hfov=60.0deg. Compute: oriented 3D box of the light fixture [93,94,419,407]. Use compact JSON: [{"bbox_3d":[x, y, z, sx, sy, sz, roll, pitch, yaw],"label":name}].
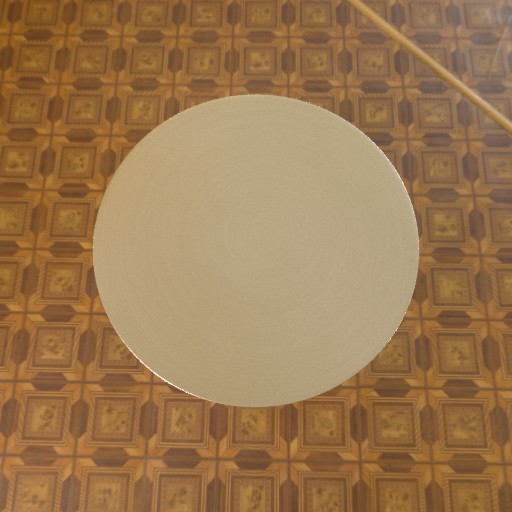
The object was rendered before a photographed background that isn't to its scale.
[{"bbox_3d":[0.000,0.000,0.446,0.280,0.135,0.280,0,75,0],"label":"light fixture"}]
